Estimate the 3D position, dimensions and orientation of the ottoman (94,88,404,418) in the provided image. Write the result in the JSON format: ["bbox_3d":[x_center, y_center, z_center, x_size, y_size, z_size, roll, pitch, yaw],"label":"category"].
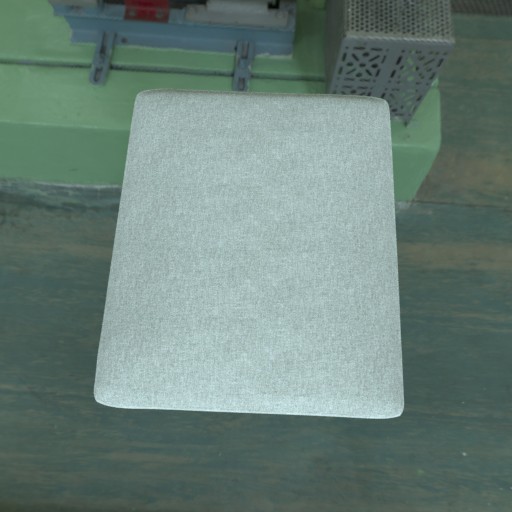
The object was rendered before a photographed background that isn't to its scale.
[{"bbox_3d":[0.000,0.000,1.243,0.693,0.474,0.821,2,73,1],"label":"ottoman"}]
